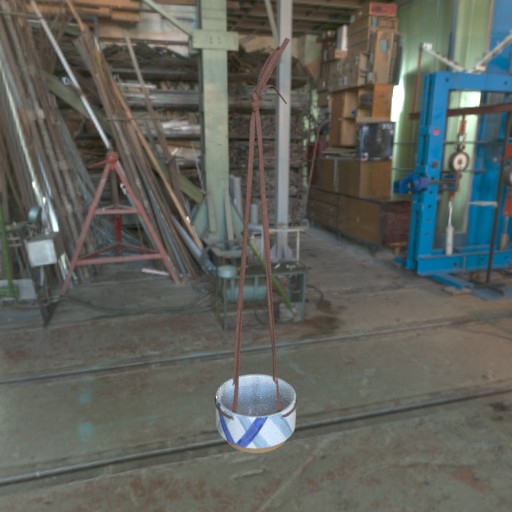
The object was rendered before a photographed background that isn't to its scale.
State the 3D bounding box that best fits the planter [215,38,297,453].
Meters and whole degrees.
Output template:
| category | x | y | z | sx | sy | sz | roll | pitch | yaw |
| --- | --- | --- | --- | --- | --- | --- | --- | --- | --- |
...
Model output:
| category | x | y | z | sx | sy | sz | roll | pitch | yaw |
| --- | --- | --- | --- | --- | --- | --- | --- | --- | --- |
| planter | 0.000 | 0.000 | 0.826 | 0.166 | 0.751 | 0.166 | 8 | 16 | 28 |
